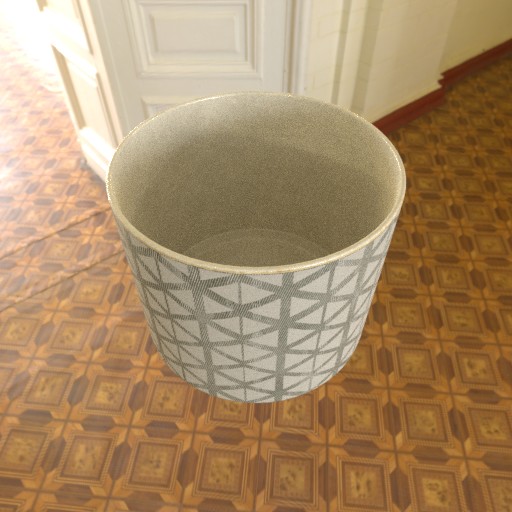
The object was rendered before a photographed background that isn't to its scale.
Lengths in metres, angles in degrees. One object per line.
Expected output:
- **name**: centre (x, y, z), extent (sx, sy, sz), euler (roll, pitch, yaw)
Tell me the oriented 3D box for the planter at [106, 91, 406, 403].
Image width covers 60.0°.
- **planter**: centre (0.000, 0.000, 0.465), extent (0.250, 0.239, 0.250), euler (0, 47, 0)
